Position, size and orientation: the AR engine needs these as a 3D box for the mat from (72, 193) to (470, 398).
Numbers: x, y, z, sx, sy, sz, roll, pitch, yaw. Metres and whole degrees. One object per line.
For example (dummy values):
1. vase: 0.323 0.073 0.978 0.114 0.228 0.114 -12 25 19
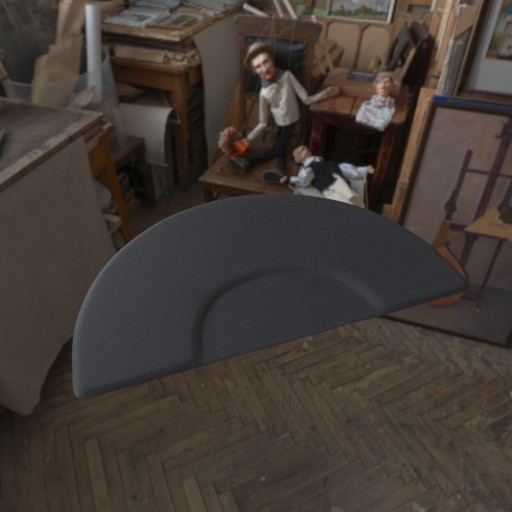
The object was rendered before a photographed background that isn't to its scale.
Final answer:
1. mat: 0.000 0.000 1.894 1.525 0.022 0.917 -13 44 -14
